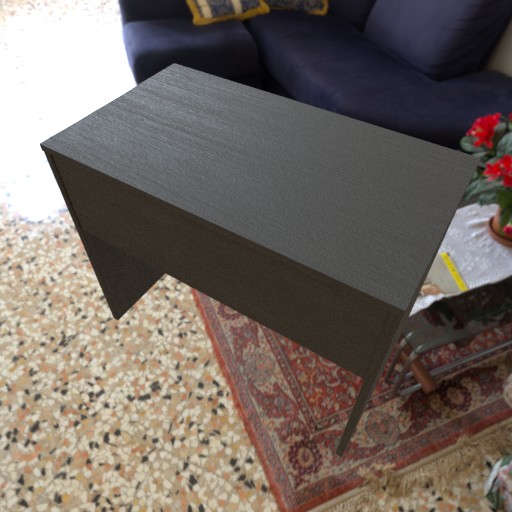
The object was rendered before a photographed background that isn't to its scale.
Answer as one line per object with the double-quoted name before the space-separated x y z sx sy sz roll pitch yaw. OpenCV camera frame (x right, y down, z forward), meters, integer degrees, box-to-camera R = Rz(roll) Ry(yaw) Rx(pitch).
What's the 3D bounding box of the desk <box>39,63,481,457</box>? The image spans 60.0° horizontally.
"desk" 0.000 0.000 1.292 0.893 0.724 0.498 25 53 21
